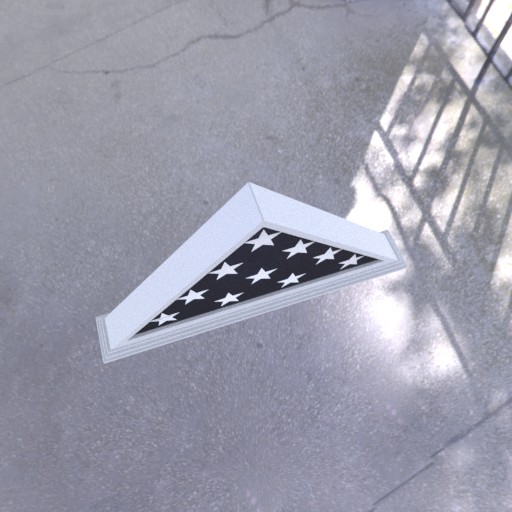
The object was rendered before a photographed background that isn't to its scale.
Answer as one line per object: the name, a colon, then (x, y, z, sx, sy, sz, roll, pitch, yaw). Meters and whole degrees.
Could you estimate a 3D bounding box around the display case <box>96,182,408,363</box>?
display case: (0.000, 0.000, 0.757, 0.640, 0.340, 0.095, -16, 65, -8)
